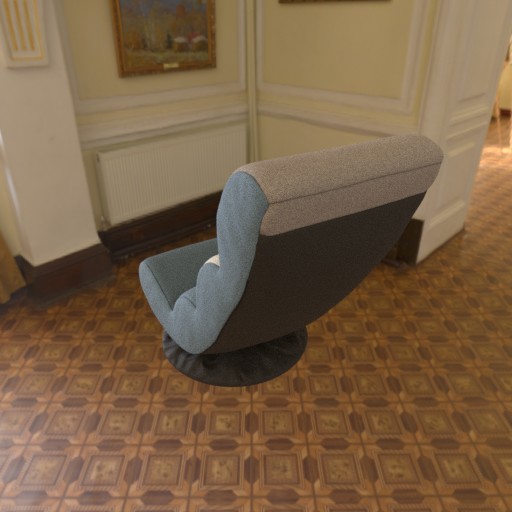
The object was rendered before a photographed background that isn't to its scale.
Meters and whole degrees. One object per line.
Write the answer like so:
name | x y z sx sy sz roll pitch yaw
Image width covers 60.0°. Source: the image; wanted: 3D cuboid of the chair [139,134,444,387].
chair | 0.000 0.000 1.056 0.420 0.641 0.661 -17 33 -28
